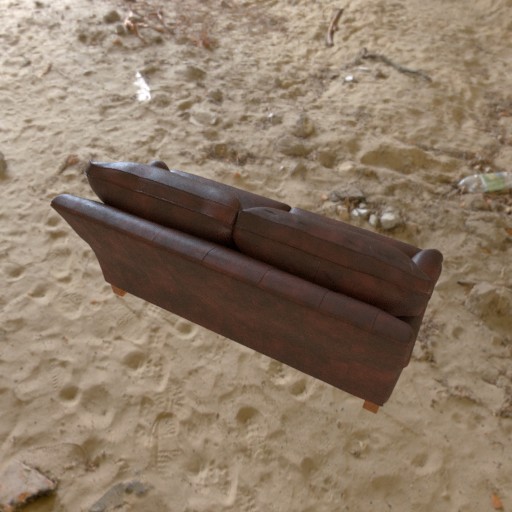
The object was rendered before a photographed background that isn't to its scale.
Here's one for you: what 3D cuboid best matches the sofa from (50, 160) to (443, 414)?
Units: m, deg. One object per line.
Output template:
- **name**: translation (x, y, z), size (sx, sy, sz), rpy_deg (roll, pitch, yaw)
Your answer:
- **sofa**: translation (0.000, 0.000, 2.813), size (2.144, 1.071, 1.147), rpy_deg (21, 49, 19)
